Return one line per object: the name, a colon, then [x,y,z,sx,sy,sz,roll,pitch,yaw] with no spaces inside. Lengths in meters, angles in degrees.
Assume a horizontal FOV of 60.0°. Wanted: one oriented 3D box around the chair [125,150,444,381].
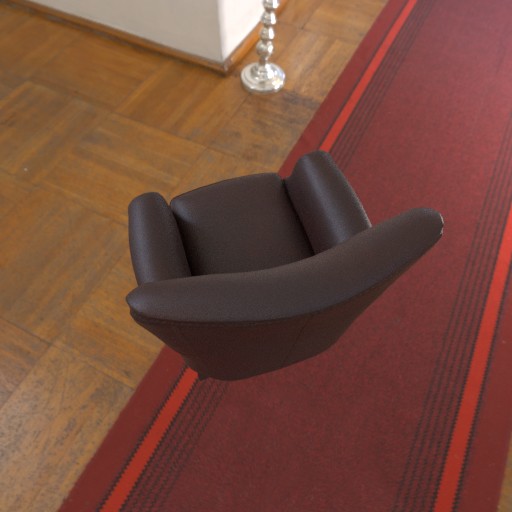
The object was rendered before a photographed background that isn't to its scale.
chair: [0.000,0.000,1.329,0.700,0.800,0.746,-16,60,-9]
